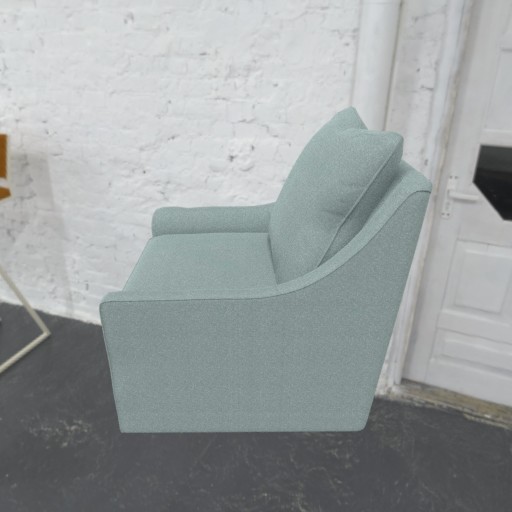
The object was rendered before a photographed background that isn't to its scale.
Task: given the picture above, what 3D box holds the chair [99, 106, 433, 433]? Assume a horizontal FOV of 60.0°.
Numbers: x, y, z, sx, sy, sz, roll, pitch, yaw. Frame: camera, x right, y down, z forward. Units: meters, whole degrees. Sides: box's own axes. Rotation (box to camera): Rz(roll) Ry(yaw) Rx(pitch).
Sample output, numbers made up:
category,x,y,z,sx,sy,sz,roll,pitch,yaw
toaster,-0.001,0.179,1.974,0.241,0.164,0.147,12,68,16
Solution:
category,x,y,z,sx,sy,sz,roll,pitch,yaw
chair,0.000,0.000,1.541,0.870,0.926,0.760,0,25,0
